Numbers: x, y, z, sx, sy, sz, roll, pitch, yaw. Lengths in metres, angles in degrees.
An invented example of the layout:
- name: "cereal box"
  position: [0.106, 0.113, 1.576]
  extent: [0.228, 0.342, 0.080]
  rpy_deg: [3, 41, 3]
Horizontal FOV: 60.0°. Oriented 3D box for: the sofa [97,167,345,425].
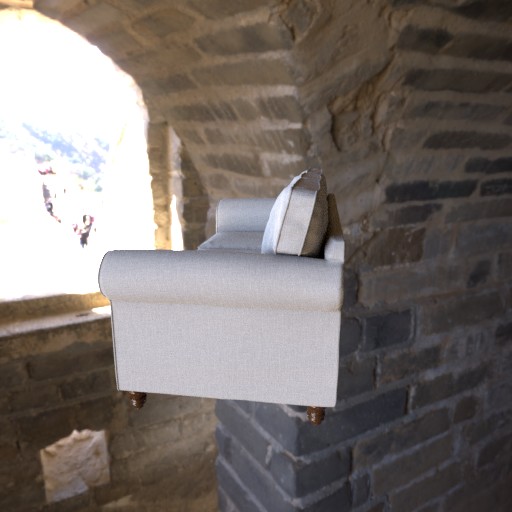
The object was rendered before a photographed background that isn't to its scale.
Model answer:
- name: "sofa"
  position: [0.000, 0.000, 2.583]
  extent: [0.916, 0.961, 2.084]
  rpy_deg: [2, 13, 8]
